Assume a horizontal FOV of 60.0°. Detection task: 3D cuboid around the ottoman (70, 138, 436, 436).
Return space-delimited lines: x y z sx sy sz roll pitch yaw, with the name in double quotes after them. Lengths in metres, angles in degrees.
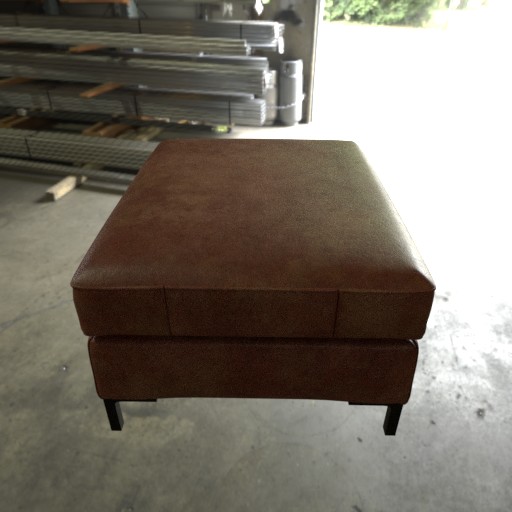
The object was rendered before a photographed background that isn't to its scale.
0.000 0.000 1.759 0.965 0.667 1.186 1 32 1 "ottoman"
